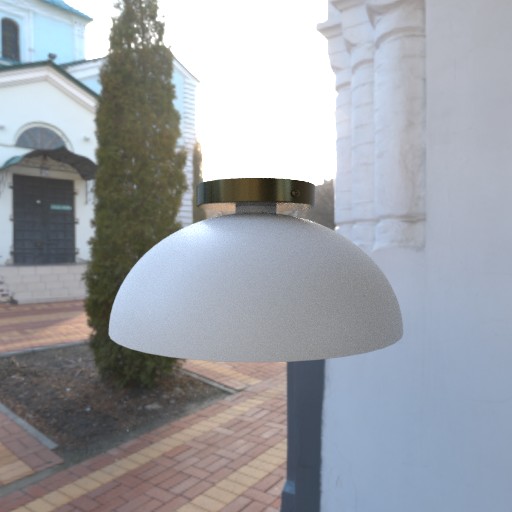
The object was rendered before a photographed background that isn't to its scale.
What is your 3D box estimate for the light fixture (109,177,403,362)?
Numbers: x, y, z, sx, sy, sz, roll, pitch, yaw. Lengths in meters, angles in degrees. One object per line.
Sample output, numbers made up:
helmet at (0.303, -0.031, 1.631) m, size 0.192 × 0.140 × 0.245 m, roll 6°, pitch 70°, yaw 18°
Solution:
light fixture at (0.000, 0.000, 0.560) m, size 0.355 × 0.177 × 0.355 m, roll 0°, pitch 1°, yaw 0°
